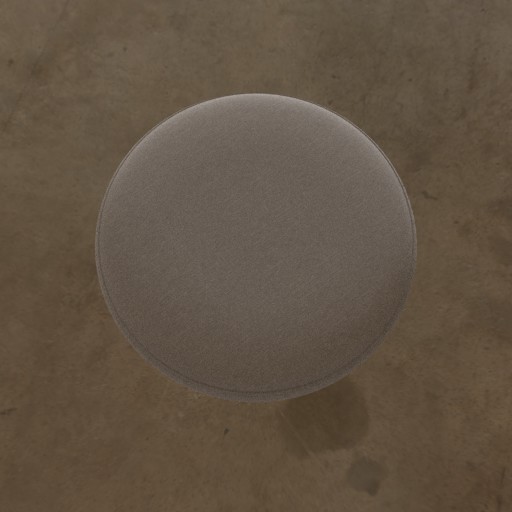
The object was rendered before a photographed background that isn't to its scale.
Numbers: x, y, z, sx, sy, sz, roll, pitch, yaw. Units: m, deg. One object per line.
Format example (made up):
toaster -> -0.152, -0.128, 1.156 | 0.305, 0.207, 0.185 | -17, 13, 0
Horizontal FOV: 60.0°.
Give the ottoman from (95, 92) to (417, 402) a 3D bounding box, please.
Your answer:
ottoman -> 0.000, 0.000, 0.990 | 0.608, 0.433, 0.608 | 0, 75, 0
